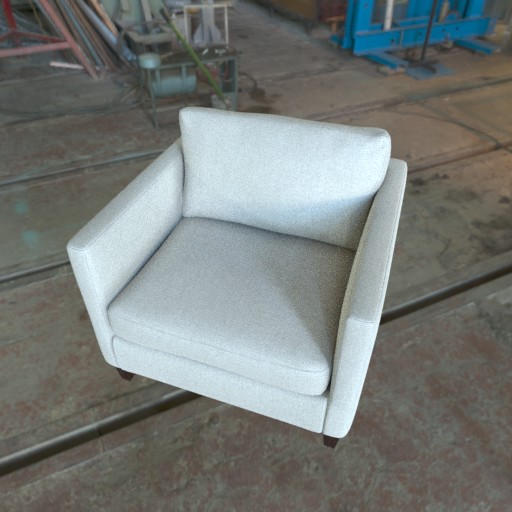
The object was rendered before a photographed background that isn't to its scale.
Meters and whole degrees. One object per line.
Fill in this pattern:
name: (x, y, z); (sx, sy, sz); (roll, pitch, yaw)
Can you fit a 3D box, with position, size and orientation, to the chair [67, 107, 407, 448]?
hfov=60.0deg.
chair: (0.000, 0.000, 1.741); (0.996, 0.919, 0.959); (13, 42, 15)
